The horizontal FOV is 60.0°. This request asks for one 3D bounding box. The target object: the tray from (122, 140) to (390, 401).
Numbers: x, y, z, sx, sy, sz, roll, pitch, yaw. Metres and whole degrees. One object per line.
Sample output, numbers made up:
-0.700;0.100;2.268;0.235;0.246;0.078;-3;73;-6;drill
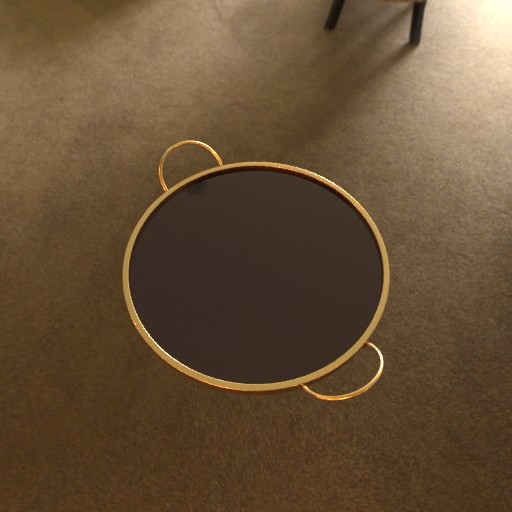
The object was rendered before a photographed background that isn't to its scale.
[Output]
0.000;0.000;0.731;0.438;0.069;0.543;-28;62;-17;tray
